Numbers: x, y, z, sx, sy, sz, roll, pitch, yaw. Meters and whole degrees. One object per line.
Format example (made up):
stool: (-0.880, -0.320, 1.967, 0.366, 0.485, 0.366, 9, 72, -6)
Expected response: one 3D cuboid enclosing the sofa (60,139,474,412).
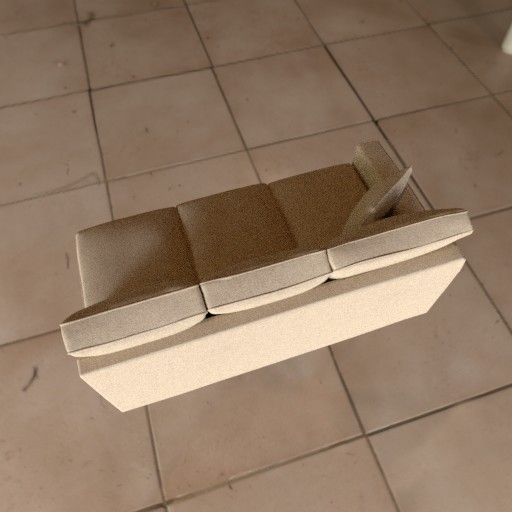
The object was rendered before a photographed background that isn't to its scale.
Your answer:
sofa: (0.000, 0.000, 2.545, 1.962, 0.946, 1.034, -16, 60, -10)
